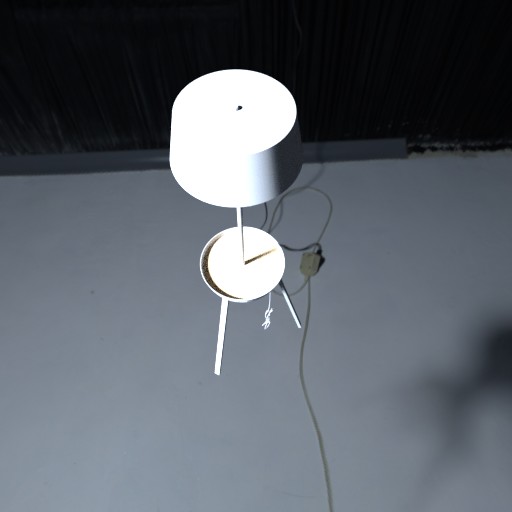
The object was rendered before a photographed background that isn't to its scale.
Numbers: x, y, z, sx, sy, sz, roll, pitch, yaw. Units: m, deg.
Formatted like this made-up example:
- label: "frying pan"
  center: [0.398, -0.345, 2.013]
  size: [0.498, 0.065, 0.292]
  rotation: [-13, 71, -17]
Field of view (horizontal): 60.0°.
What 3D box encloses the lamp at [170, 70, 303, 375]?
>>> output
- label: "lamp"
  center: [0.000, 0.000, 1.687]
  size: [0.468, 1.429, 0.508]
  rotation: [-1, 59, -1]
